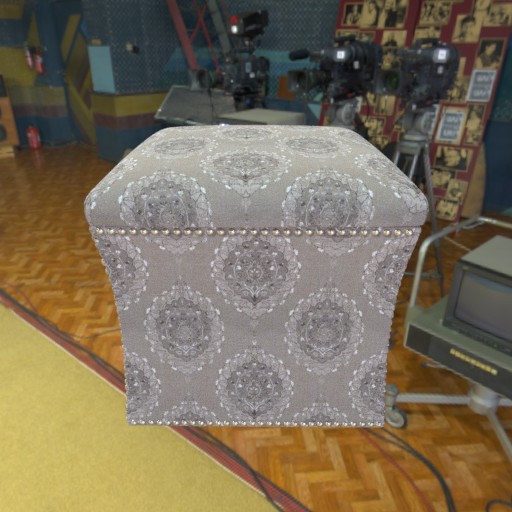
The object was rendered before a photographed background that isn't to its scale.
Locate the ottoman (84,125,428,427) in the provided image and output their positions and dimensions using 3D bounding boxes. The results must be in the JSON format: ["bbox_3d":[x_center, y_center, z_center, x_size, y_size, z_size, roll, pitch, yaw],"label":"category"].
[{"bbox_3d":[0.000,0.000,0.908,0.497,0.473,0.507,0,26,0],"label":"ottoman"}]
